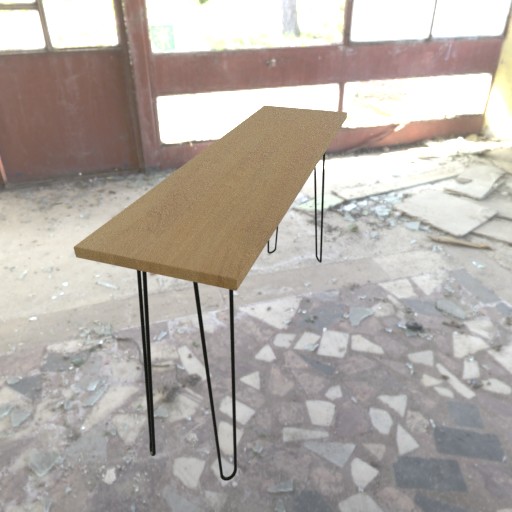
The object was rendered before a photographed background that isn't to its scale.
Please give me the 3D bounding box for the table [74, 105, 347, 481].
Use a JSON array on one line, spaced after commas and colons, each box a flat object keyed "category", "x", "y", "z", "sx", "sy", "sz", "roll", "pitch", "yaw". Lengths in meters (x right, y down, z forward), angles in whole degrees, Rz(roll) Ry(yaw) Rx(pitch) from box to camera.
[{"category": "table", "x": 0.000, "y": 0.000, "z": 1.726, "sx": 0.399, "sy": 0.799, "sz": 1.400, "roll": 10, "pitch": 34, "yaw": 16}]
